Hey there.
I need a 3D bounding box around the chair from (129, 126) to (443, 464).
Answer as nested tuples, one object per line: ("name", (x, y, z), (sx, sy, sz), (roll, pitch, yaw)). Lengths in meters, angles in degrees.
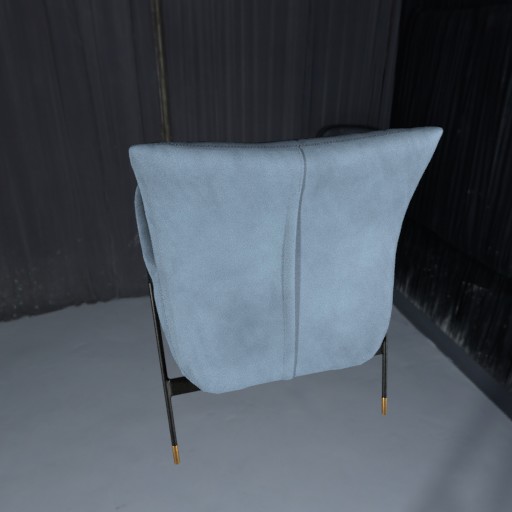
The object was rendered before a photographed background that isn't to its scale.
("chair", (0.000, 0.000, 1.362), (0.678, 0.858, 0.709), (-7, 28, -14))
